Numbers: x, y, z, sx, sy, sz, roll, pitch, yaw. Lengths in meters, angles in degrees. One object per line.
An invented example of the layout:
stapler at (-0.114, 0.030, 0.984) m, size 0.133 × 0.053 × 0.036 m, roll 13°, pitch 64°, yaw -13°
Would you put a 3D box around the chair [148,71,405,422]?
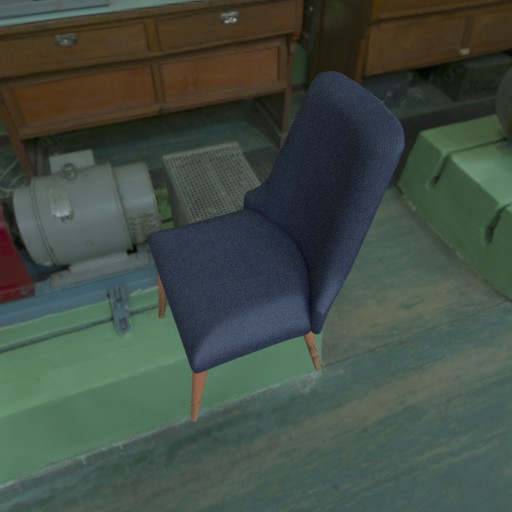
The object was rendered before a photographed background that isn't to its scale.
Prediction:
chair at (0.000, 0.000, 1.201) m, size 0.567 × 0.820 × 0.504 m, roll -17°, pitch 49°, yaw -15°
